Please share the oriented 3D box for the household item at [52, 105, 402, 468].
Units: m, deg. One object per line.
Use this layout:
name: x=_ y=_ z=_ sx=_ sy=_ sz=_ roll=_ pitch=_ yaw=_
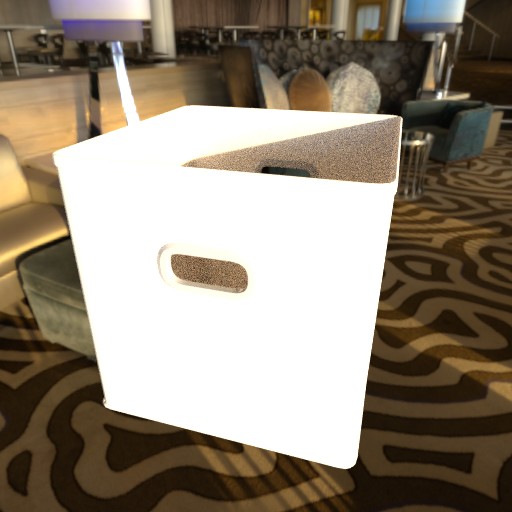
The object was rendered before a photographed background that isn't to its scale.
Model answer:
household item: x=0.000 y=0.000 z=0.552 sx=0.305 sy=0.305 sz=0.305 roll=8 pitch=28 yaw=15
